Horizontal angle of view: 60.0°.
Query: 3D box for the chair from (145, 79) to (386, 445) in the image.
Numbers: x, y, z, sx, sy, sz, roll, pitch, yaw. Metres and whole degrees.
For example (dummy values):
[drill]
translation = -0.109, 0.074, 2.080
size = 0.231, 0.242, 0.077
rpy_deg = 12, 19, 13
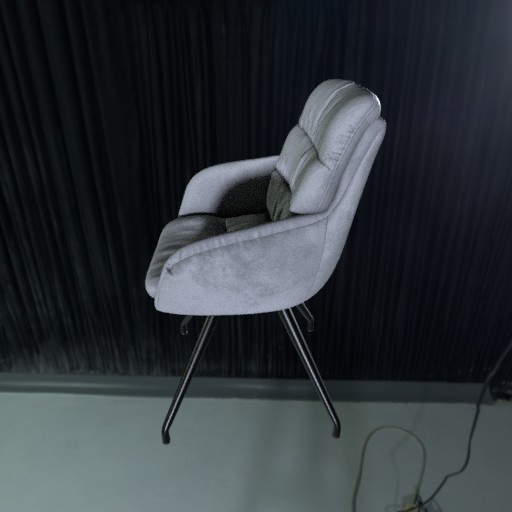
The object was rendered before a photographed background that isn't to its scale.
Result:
[chair]
translation = 0.000, 0.000, 1.225
size = 0.569, 0.888, 0.579
rpy_deg = -1, 28, -2
